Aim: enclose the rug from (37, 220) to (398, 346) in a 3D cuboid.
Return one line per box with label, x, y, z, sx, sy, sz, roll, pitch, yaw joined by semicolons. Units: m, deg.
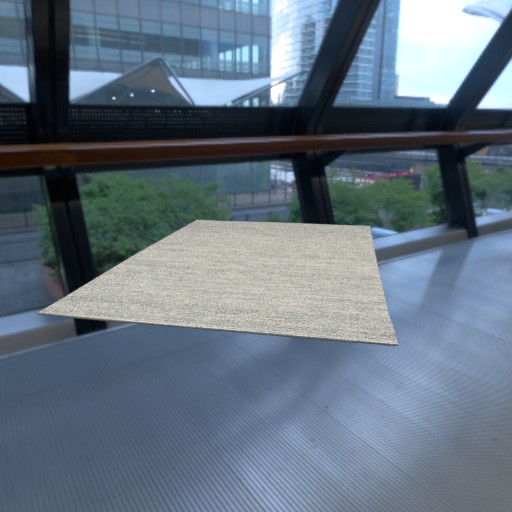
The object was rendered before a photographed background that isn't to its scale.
rug;0.000;0.000;3.003;1.616;0.030;2.338;3;16;11
